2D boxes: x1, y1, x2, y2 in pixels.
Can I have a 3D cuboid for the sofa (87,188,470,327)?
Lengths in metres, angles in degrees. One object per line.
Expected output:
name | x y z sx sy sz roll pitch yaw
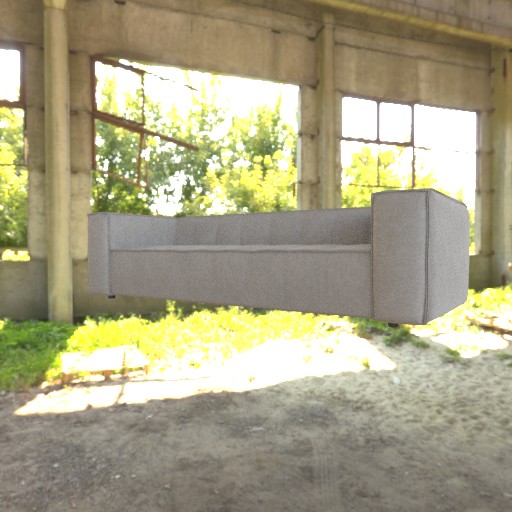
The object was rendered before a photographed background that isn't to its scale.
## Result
sofa | 0.000 0.000 3.199 2.697 0.680 1.038 1 1 35
